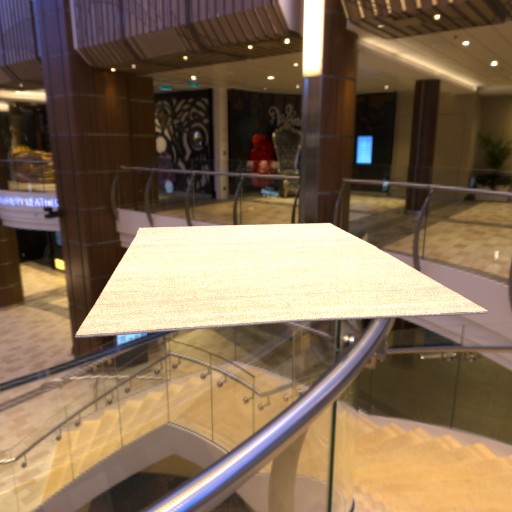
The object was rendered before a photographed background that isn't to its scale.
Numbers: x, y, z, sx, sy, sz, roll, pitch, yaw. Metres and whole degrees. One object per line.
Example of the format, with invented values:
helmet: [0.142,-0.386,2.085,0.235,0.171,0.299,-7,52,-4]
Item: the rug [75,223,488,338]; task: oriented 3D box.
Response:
rug: [0.000,0.000,4.128,2.467,0.046,3.245,-2,14,-8]
